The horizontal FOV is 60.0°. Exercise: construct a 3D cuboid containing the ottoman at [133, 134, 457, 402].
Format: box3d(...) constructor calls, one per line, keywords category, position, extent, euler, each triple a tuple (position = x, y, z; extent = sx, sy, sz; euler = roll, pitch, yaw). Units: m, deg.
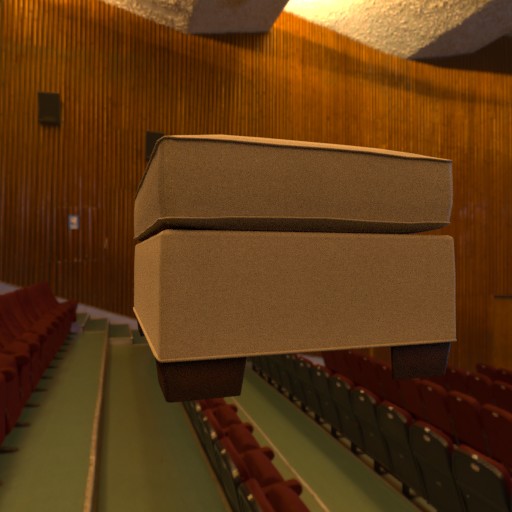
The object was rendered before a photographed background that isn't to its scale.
box3d(category="ottoman", position=(0.000, 0.000, 1.222), extent=(0.617, 0.503, 0.846), euler=(0, 0, -18))
